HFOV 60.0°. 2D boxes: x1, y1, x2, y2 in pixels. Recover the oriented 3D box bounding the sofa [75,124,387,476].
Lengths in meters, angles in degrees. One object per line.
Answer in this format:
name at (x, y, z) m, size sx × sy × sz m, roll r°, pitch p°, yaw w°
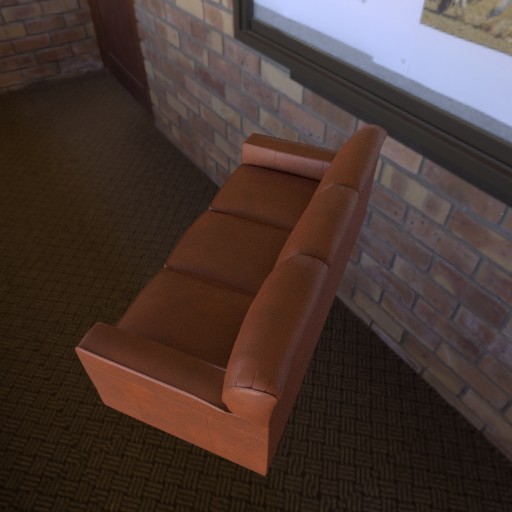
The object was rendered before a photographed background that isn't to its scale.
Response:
sofa at (0.000, 0.000, 2.612) m, size 1.008 × 0.953 × 2.039 m, roll 17°, pitch 48°, yaw 16°
